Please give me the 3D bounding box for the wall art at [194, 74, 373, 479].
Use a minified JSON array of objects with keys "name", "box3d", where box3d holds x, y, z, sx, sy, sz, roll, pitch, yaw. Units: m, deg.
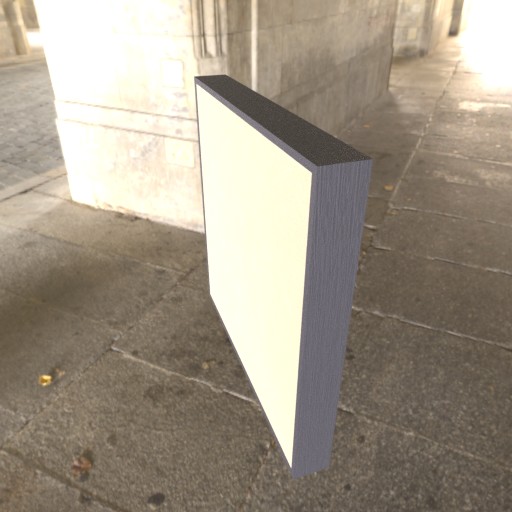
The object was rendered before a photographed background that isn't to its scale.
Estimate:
[{"name":"wall art","box3d":[0.000,0.000,0.454,0.036,0.300,0.302,-11,33,-17]}]
